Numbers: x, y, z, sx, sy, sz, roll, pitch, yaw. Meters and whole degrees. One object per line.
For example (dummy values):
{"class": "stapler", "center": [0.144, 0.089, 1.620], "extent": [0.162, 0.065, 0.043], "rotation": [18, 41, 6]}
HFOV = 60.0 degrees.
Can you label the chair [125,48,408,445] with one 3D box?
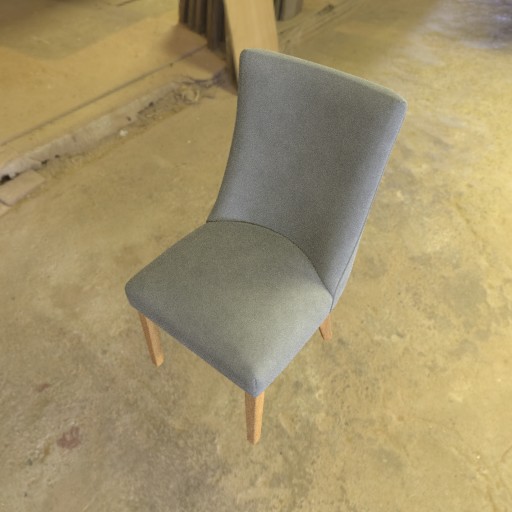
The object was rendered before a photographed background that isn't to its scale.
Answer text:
{"class": "chair", "center": [0.000, 0.000, 1.267], "extent": [0.495, 0.902, 0.610], "rotation": [30, 53, 25]}
